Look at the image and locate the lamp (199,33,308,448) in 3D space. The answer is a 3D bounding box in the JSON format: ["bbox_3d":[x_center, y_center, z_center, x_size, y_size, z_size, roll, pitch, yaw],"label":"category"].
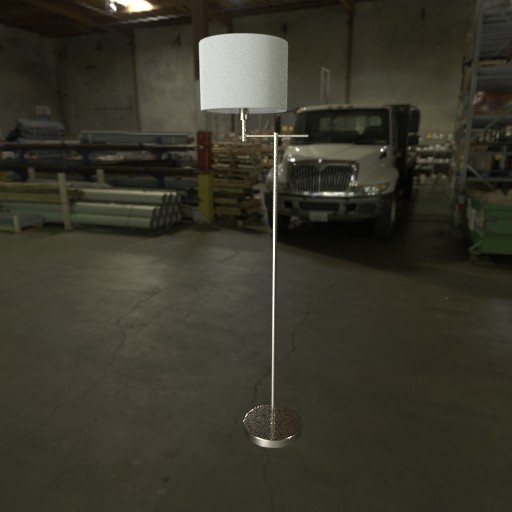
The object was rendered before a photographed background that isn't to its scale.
[{"bbox_3d":[0.000,0.000,1.814,0.416,1.600,0.324,2,15,9],"label":"lamp"}]
